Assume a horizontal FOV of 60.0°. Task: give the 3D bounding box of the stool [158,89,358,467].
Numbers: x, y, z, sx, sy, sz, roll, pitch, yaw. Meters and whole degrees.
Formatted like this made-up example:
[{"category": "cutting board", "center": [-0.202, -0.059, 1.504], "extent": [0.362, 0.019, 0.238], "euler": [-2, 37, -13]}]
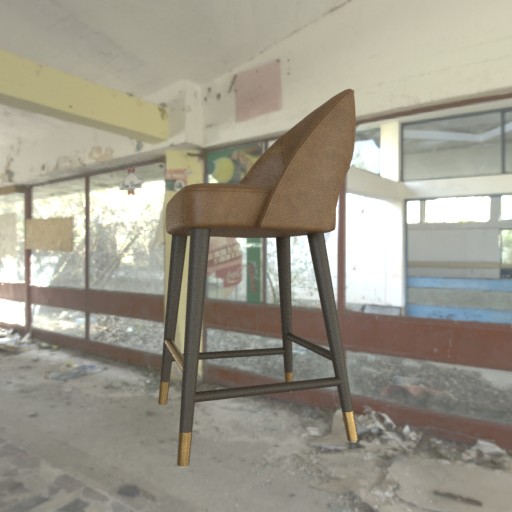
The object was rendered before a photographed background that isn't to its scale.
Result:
[{"category": "stool", "center": [0.000, 0.000, 1.271], "extent": [0.509, 0.940, 0.494], "euler": [0, 0, -18]}]
